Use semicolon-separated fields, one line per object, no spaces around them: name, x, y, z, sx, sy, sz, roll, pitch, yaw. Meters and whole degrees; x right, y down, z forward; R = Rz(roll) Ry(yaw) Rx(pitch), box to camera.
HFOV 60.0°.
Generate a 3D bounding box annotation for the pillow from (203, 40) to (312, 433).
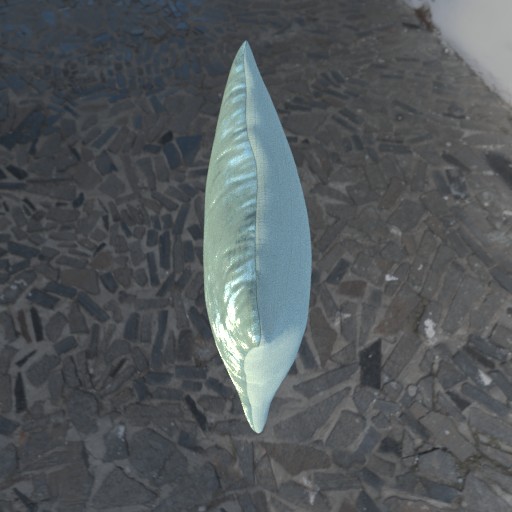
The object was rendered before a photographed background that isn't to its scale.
pillow;0.000;0.000;0.728;0.175;0.464;0.470;-1;58;-1
